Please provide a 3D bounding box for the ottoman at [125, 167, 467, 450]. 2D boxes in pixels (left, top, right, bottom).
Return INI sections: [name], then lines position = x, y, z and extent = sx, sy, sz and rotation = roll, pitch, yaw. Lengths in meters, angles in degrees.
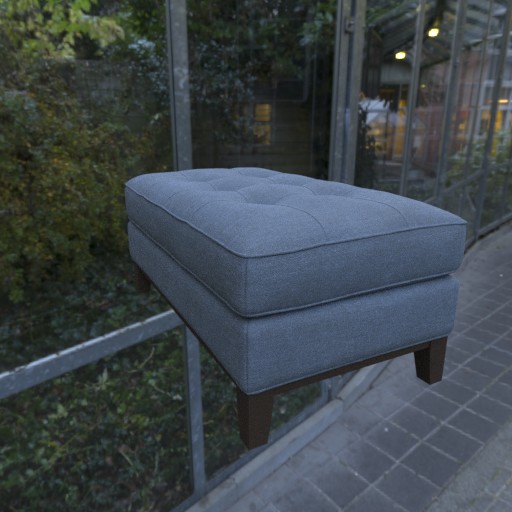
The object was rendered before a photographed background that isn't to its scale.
[ottoman]
position = 0.000, 0.000, 1.492
extent = 0.648, 0.514, 1.143
rotation = -8, 19, -26
